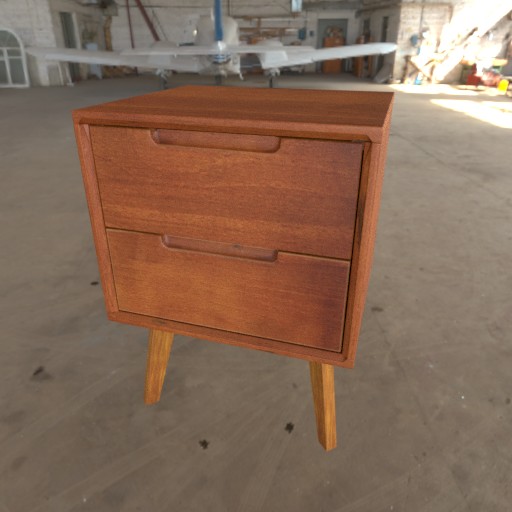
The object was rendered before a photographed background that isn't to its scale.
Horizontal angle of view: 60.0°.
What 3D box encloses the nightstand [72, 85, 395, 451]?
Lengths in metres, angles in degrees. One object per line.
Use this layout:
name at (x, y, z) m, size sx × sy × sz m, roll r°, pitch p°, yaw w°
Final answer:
nightstand at (0.000, 0.000, 0.922) m, size 0.460 × 0.618 × 0.411 m, roll 8°, pitch 28°, yaw 16°
